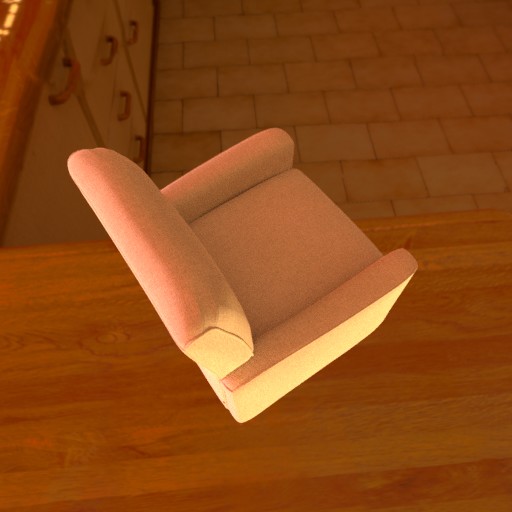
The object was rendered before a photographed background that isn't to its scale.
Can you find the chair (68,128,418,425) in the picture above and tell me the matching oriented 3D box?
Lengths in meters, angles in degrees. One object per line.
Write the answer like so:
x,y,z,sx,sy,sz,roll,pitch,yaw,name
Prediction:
0.000,0.000,1.628,0.859,1.023,0.845,-31,64,-17,chair
